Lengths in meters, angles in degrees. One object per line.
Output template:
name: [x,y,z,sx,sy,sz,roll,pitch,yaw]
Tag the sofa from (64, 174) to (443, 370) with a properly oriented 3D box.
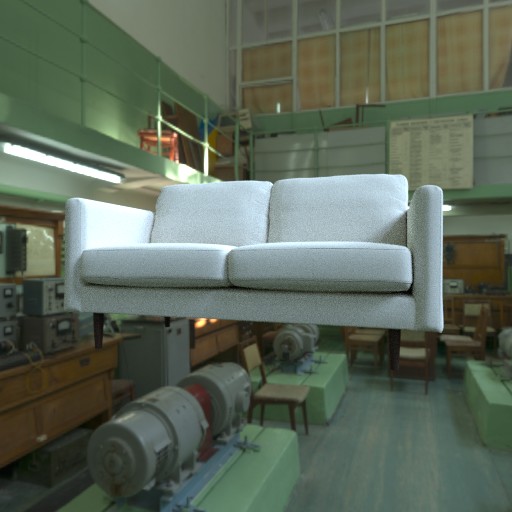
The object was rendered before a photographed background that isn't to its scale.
sofa: [0.000,0.000,2.281,1.713,0.893,0.940,0,0,17]
